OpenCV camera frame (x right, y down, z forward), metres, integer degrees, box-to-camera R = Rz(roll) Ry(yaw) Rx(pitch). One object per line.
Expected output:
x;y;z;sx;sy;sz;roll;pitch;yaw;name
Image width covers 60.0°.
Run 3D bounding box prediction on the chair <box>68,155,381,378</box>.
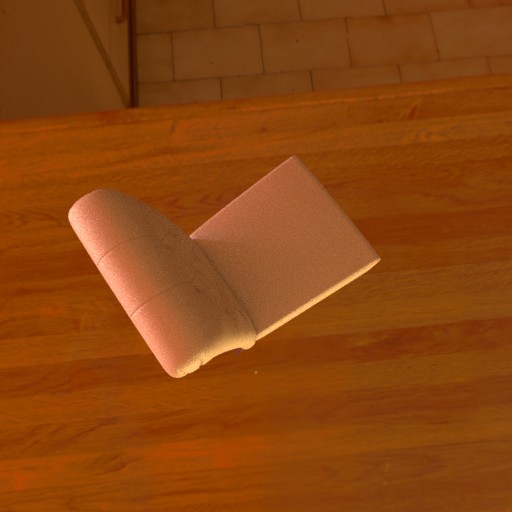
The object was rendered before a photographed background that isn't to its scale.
0.000;0.000;1.346;0.671;1.006;0.456;-35;78;-9;chair
